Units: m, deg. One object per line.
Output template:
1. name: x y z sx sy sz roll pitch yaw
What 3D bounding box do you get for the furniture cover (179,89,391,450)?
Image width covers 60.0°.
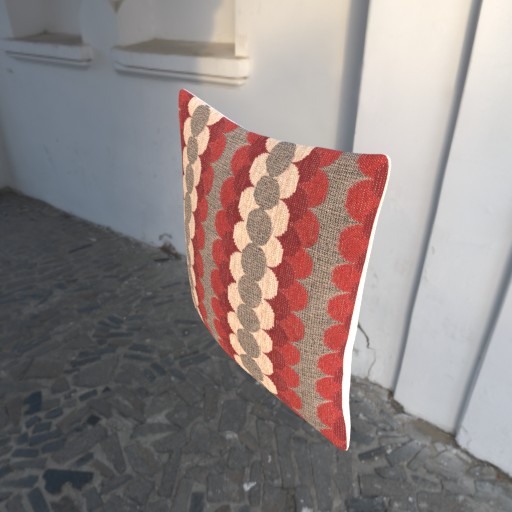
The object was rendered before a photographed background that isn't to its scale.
1. furniture cover: 0.000 0.000 0.661 0.145 0.420 0.435 -19 35 -30
